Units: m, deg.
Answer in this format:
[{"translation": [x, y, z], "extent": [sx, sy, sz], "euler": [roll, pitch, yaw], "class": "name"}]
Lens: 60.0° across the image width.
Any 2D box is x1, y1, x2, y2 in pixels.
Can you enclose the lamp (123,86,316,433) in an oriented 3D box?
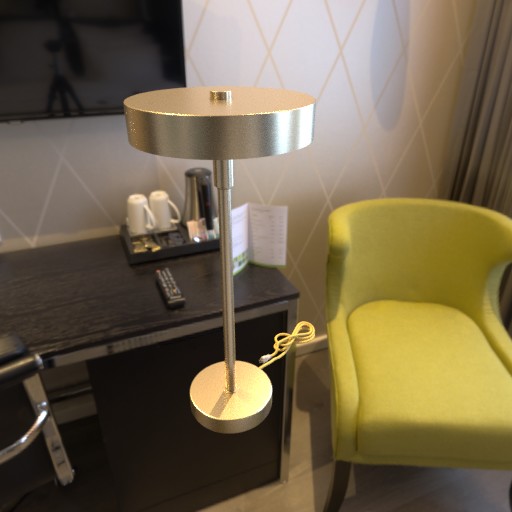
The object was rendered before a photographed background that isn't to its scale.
[{"translation": [0.000, 0.000, 0.700], "extent": [0.229, 0.508, 0.369], "euler": [19, 33, 32], "class": "lamp"}]
